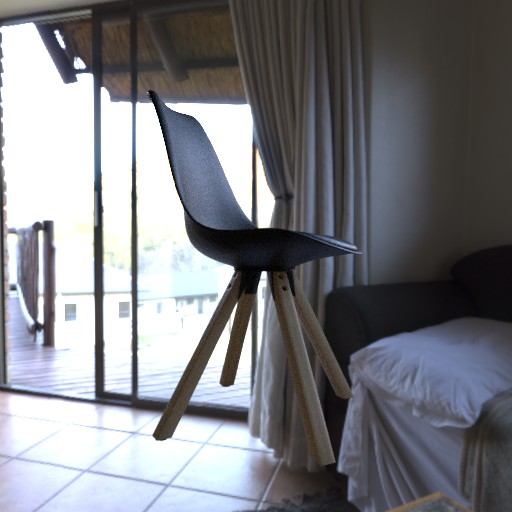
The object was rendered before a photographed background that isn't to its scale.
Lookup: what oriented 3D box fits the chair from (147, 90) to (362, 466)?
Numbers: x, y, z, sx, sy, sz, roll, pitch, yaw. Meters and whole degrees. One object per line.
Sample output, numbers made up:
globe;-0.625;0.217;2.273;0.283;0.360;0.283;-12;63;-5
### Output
chair;0.000;0.000;1.179;0.549;0.850;0.485;0;1;18
